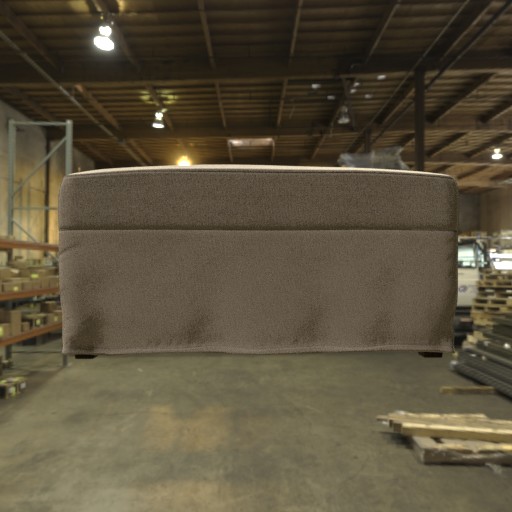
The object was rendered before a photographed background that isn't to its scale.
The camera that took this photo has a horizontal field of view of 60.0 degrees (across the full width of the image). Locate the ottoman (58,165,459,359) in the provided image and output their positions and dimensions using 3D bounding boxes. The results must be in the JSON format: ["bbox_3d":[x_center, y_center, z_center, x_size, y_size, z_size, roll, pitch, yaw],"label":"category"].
[{"bbox_3d":[0.000,0.000,1.303,0.843,0.441,0.842,0,-1,-1],"label":"ottoman"}]
